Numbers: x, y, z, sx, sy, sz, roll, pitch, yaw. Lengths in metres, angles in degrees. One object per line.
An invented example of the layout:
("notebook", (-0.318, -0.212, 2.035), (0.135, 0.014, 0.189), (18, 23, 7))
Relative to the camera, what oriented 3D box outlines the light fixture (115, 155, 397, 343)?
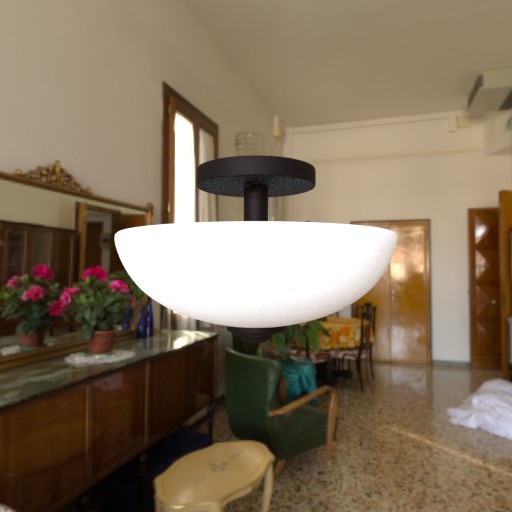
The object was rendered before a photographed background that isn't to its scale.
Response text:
("light fixture", (0.000, 0.000, 0.544), (0.331, 0.212, 0.331), (0, -2, 0))
